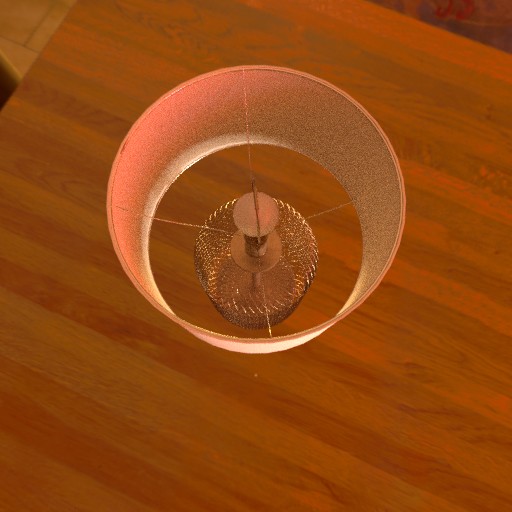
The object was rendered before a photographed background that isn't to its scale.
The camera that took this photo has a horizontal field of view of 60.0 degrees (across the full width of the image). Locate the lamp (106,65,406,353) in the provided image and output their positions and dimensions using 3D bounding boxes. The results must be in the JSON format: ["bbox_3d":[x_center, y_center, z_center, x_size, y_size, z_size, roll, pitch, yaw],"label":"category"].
[{"bbox_3d":[0.000,0.000,0.801,0.353,0.578,0.353,0,75,0],"label":"lamp"}]
